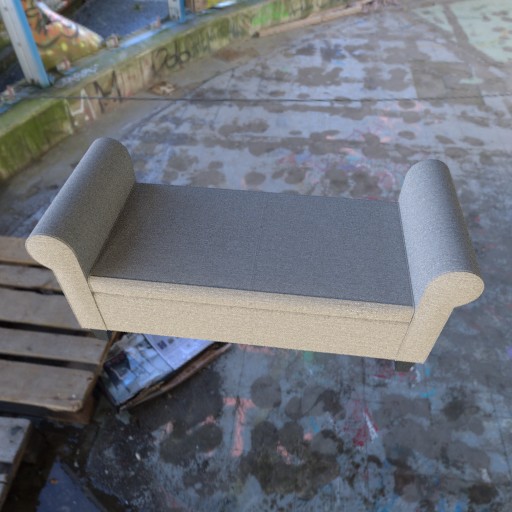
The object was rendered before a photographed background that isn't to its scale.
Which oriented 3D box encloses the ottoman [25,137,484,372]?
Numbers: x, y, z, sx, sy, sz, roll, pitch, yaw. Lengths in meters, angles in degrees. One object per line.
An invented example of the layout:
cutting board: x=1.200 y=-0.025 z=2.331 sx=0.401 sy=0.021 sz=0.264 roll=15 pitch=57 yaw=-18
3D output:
ottoman: x=0.000 y=0.000 z=1.529 sx=1.256 sy=0.547 sz=0.521 roll=5 pitch=47 yaw=5
